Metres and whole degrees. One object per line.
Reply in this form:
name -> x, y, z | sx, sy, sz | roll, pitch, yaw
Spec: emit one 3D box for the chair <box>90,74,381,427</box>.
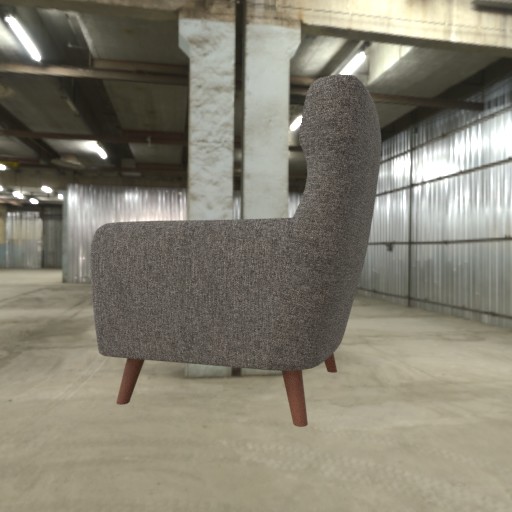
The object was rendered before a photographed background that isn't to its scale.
chair -> 0.000, 0.000, 1.742 | 0.940, 1.039, 0.889 | 0, 0, 18
